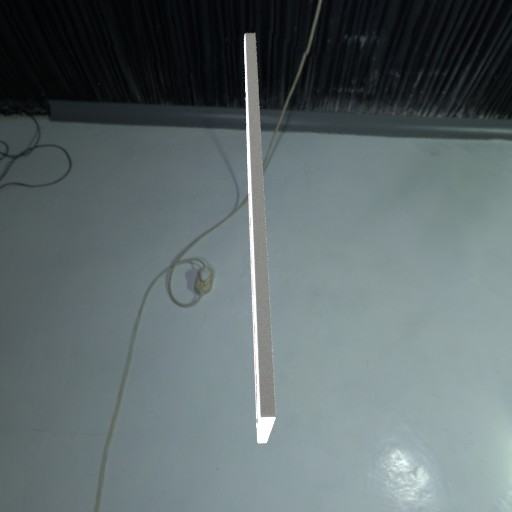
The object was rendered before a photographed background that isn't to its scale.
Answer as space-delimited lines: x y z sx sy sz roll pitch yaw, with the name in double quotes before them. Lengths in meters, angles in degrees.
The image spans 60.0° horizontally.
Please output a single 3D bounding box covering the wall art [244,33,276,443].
"wall art" 0.000 0.000 1.629 0.042 0.912 1.219 -2 64 -1
